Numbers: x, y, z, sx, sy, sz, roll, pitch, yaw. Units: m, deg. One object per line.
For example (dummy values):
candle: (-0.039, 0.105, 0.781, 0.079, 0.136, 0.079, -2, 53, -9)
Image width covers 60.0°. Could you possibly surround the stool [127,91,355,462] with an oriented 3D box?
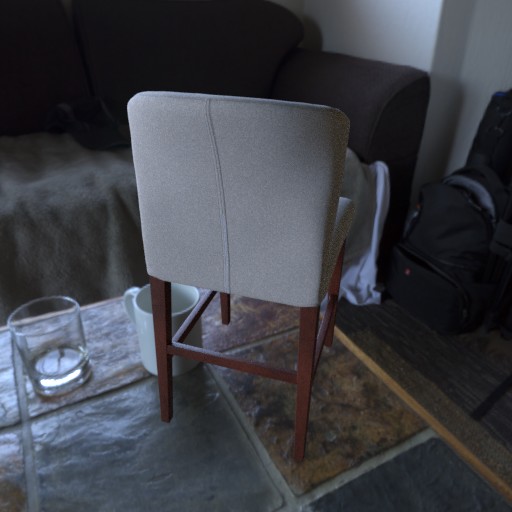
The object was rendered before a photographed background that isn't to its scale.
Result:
stool: (0.000, 0.000, 1.256, 0.479, 0.968, 0.568, 9, 32, 15)
